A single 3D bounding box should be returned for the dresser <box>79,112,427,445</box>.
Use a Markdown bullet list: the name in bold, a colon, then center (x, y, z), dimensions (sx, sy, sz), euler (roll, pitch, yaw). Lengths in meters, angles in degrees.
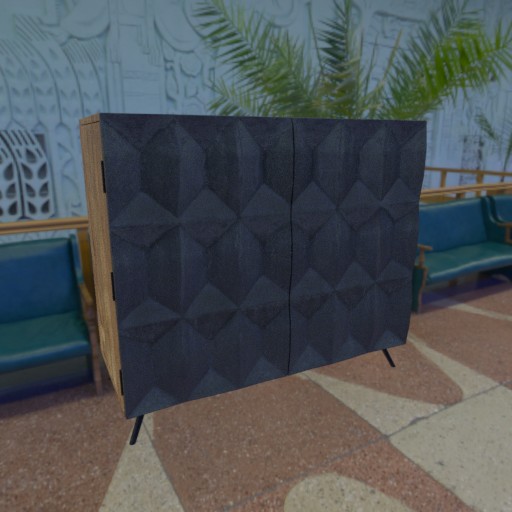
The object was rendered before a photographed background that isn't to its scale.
- **dresser**: center (0.000, 0.000, 1.441), dimensions (0.967, 0.847, 0.446), euler (-7, 17, -26)
